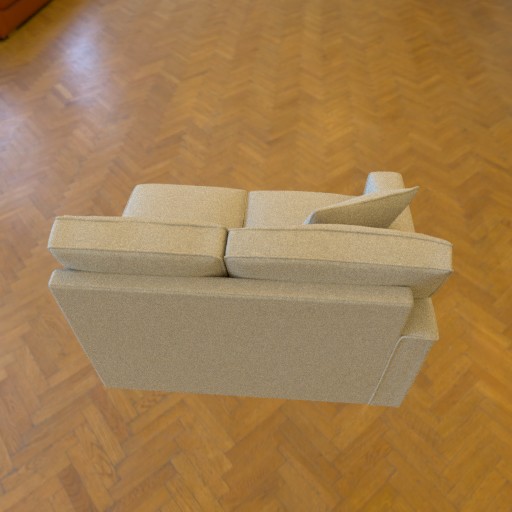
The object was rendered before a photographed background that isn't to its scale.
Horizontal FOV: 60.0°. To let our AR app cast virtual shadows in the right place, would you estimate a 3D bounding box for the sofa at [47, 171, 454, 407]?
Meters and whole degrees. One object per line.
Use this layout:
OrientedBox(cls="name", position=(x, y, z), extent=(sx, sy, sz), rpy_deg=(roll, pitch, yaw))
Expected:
OrientedBox(cls="sofa", position=(0.000, 0.000, 2.027), extent=(1.388, 0.989, 0.991), rpy_deg=(3, 47, 3))
